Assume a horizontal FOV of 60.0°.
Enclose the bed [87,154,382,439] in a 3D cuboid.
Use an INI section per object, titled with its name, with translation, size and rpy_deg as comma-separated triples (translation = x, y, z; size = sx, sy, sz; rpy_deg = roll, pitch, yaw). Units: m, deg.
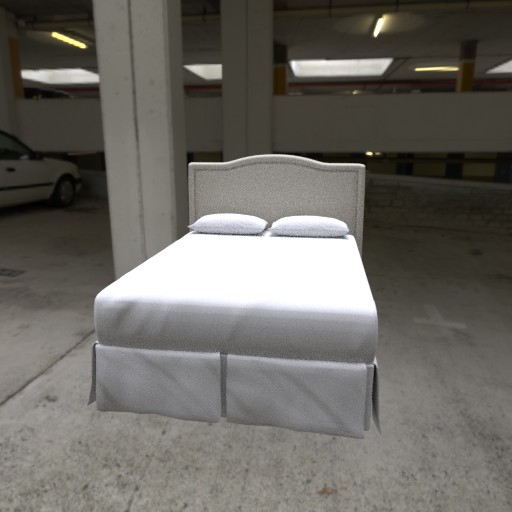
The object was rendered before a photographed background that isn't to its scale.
[bed]
translation = 0.000, 0.000, 3.349
size = 1.741, 1.449, 2.196
rpy_deg = 2, 14, 8
